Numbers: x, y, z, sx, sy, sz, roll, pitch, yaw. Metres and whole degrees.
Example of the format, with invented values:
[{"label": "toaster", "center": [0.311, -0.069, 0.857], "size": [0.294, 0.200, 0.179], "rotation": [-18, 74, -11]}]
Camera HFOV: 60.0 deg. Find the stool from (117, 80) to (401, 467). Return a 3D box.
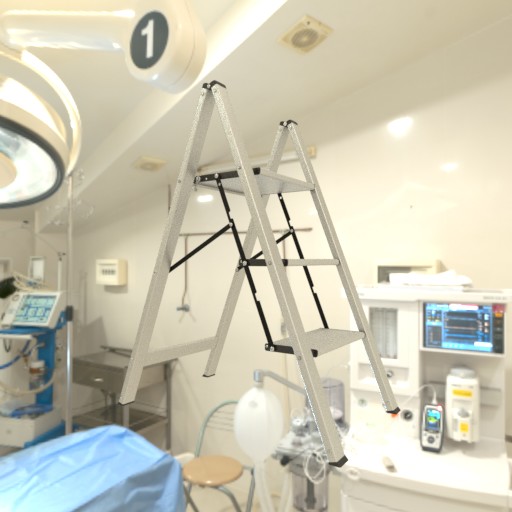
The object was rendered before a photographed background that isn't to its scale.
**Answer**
[{"label": "stool", "center": [0.000, 0.000, 1.326], "size": [0.730, 0.902, 0.441], "rotation": [0, -1, 34]}]
